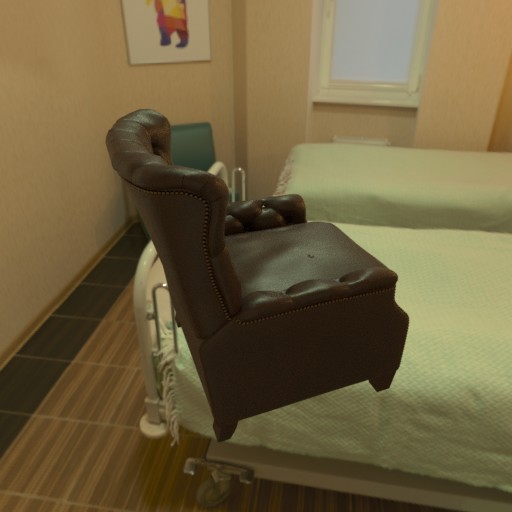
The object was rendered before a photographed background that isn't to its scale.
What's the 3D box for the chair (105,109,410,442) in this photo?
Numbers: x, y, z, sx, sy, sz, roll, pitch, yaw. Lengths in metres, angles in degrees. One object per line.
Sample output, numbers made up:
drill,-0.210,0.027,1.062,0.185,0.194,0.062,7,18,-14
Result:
chair,0.000,0.000,1.474,0.823,0.864,0.709,-10,31,-18
